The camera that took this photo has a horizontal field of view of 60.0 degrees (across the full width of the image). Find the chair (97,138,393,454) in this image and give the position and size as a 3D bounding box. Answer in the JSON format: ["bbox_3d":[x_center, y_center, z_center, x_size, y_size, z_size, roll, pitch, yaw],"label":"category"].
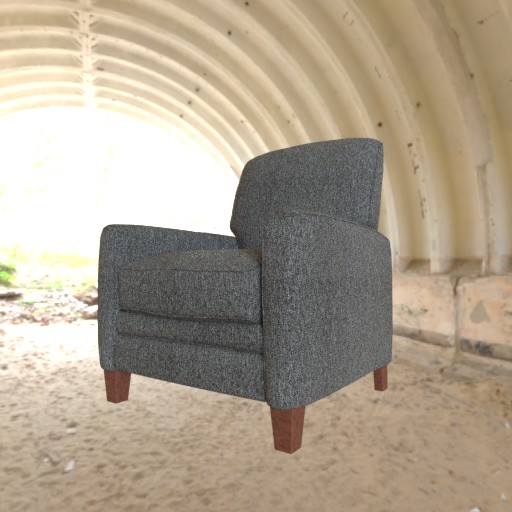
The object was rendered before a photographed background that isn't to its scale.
[{"bbox_3d":[0.000,0.000,1.637,0.848,1.014,0.864,-1,-1,35],"label":"chair"}]
